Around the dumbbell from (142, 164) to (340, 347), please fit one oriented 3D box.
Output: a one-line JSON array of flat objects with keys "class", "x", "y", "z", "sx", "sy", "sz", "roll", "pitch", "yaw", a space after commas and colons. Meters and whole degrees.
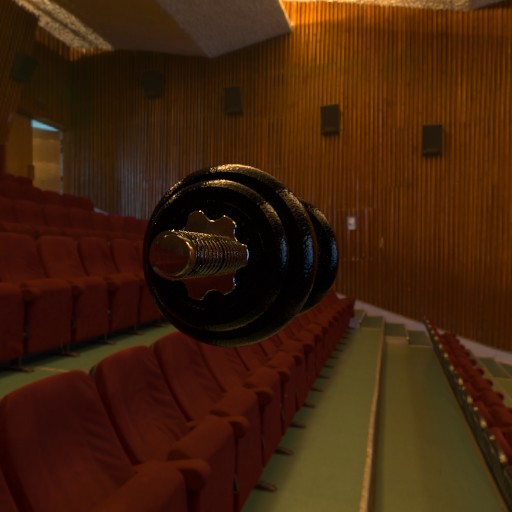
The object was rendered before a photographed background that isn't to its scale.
[{"class": "dumbbell", "x": 0.000, "y": 0.000, "z": 0.603, "sx": 0.202, "sy": 0.202, "sz": 0.497, "roll": 0, "pitch": 0, "yaw": 16}]
